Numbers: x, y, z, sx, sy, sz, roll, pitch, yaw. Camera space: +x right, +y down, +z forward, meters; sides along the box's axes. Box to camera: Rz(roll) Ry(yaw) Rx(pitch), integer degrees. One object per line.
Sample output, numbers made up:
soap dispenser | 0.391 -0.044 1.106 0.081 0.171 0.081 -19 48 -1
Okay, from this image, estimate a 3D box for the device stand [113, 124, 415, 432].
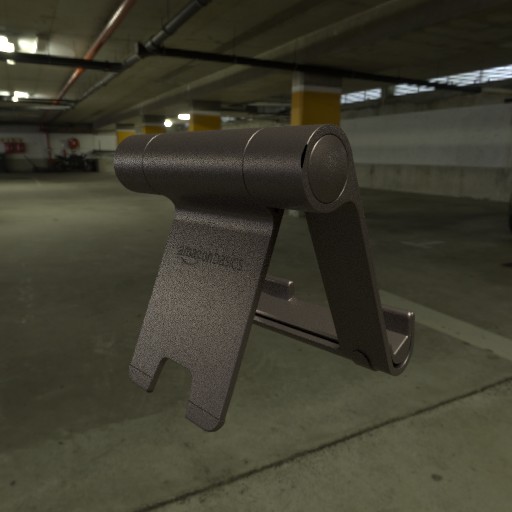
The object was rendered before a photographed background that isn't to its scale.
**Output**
device stand | 0.000 0.000 0.155 0.088 0.084 0.079 12 18 43
